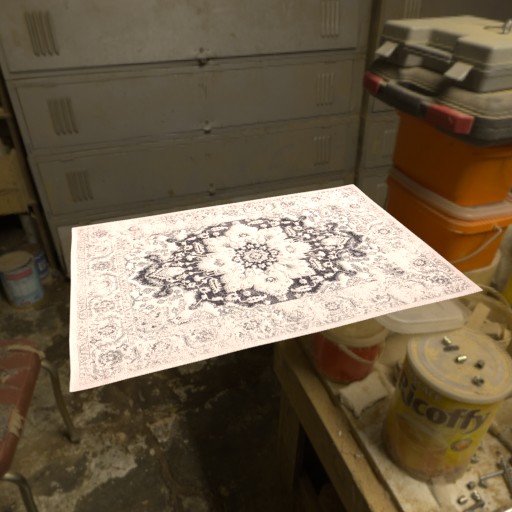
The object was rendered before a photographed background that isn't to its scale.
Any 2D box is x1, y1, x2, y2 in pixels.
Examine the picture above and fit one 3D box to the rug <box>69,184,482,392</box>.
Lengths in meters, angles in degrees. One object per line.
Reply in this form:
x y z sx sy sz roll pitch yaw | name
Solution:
0.000 0.000 2.287 1.813 0.008 1.223 -11 35 -16 | rug
